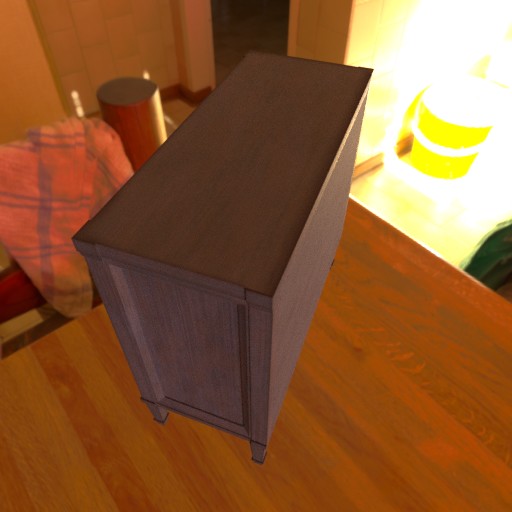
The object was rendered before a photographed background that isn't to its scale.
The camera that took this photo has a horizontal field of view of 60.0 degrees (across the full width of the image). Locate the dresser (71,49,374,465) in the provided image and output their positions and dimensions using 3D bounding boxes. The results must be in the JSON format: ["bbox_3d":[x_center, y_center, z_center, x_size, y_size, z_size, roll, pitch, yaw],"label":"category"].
[{"bbox_3d":[0.000,0.000,1.582,0.463,0.986,1.049,15,49,14],"label":"dresser"}]
